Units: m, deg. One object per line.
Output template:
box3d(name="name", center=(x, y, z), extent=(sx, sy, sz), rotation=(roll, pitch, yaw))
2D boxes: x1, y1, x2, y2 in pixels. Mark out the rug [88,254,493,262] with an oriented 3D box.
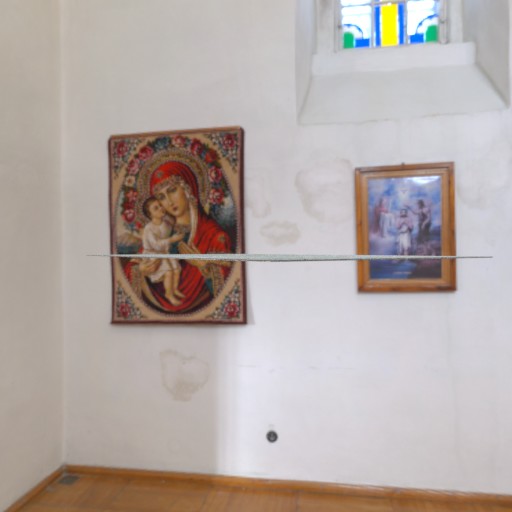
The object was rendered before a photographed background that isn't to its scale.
box3d(name="rug", center=(0.000, 0.000, 2.884), extent=(1.521, 0.006, 2.283), rotation=(-1, 1, -36))
